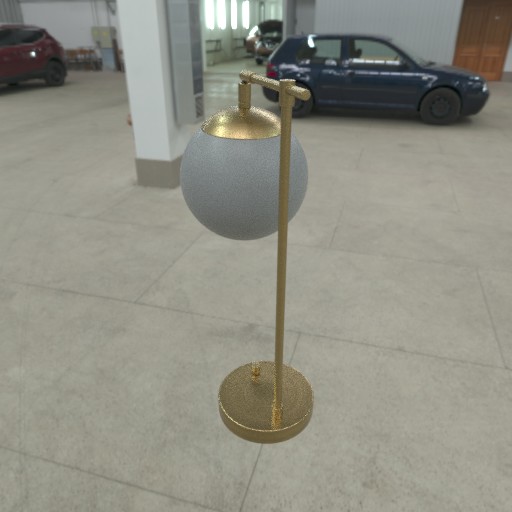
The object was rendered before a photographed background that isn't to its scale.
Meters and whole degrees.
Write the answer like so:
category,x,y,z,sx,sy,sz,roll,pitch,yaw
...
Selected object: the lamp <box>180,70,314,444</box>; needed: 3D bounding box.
category,x,y,z,sx,sy,sz,roll,pitch,yaw
lamp,0.000,0.000,0.724,0.207,0.559,0.324,-9,29,-17
